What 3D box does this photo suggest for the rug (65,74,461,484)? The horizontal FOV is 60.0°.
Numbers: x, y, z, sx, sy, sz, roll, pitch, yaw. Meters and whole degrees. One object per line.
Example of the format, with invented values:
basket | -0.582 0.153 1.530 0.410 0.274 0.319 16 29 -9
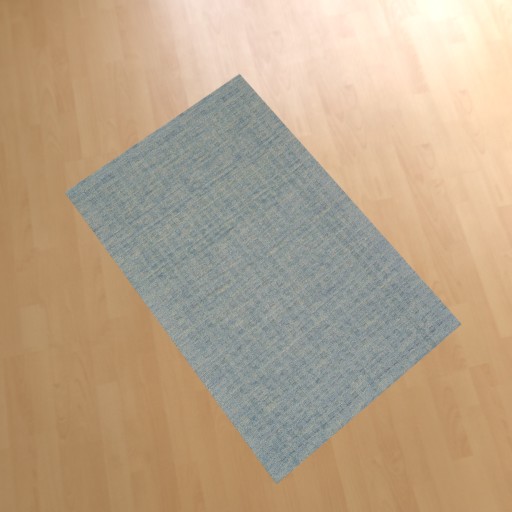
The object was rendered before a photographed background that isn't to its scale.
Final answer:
rug | 0.000 0.000 2.214 1.142 0.006 1.752 -37 79 -8
